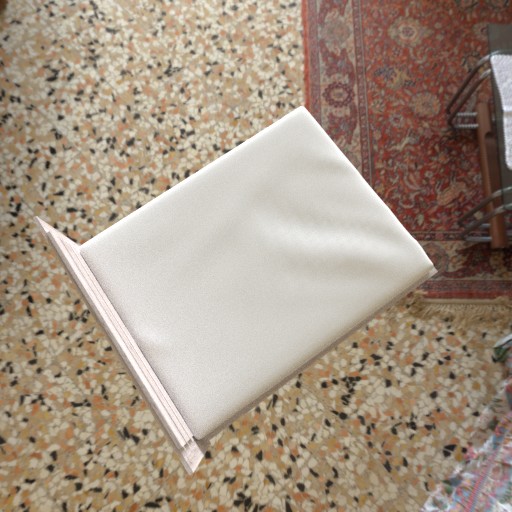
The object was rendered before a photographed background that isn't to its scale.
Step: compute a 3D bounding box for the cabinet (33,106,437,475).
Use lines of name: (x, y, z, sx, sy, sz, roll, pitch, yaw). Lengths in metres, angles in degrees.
cabinet: (0.000, 0.000, 3.112, 2.080, 0.970, 1.750, -34, 78, -8)
